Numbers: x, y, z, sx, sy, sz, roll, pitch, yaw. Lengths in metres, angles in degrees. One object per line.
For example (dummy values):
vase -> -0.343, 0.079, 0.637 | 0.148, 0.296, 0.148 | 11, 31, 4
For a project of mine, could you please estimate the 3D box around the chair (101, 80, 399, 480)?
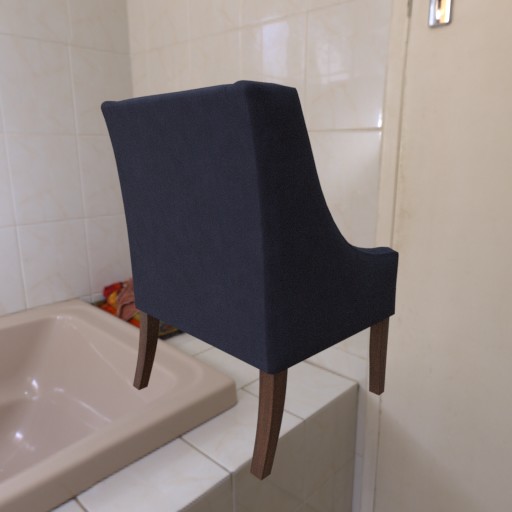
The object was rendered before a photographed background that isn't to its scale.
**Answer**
chair -> 0.000, 0.000, 1.333 | 0.629, 0.895, 0.629 | -13, 19, -43
